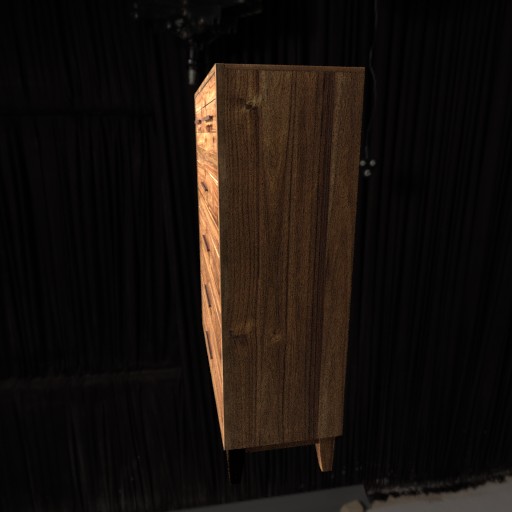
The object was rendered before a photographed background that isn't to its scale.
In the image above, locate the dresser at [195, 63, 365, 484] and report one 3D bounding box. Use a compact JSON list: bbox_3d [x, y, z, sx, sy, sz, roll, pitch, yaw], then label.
[{"bbox_3d":[0.000,0.000,1.922,0.442,1.393,1.062,-3,16,-10],"label":"dresser"}]
